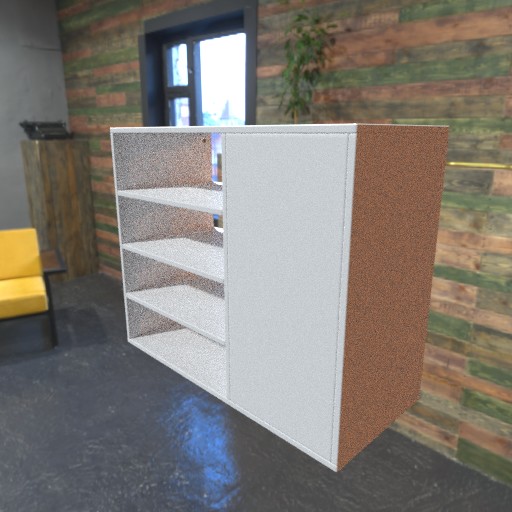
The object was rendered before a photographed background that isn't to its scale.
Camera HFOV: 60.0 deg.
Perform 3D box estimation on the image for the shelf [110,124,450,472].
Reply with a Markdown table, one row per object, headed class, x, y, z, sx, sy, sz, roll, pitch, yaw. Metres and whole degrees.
| class | x | y | z | sx | sy | sz | roll | pitch | yaw |
| --- | --- | --- | --- | --- | --- | --- | --- | --- | --- |
| shelf | 0.000 | 0.000 | 1.310 | 0.895 | 0.732 | 0.396 | 15 | 21 | 43 |
